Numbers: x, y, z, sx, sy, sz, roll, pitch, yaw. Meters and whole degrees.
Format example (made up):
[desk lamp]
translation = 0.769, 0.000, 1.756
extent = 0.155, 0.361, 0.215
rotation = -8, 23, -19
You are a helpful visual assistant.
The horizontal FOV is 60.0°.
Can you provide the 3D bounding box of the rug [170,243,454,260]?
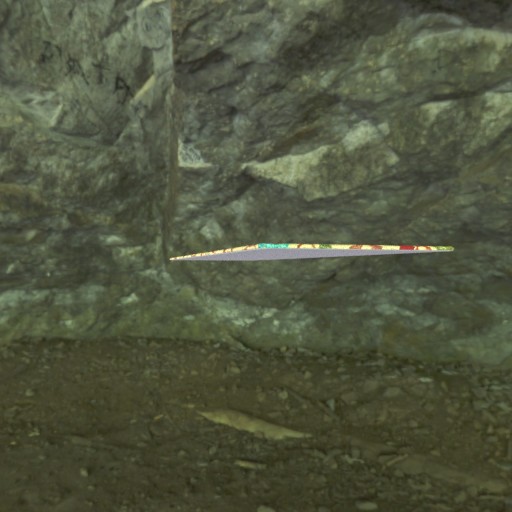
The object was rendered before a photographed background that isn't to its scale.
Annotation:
[rug]
translation = 0.000, 0.000, 2.449
extent = 0.693, 0.016, 2.273
rotation = 0, -1, -18
